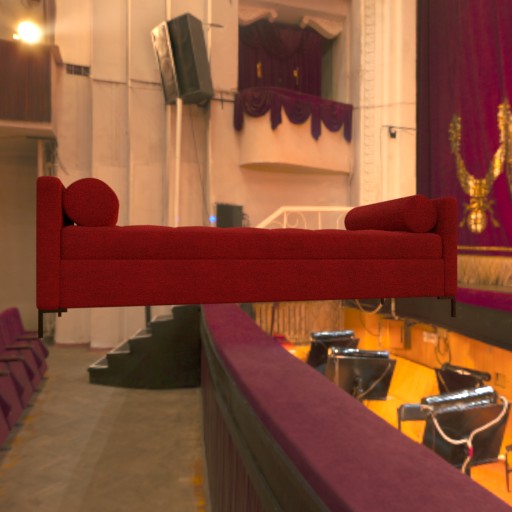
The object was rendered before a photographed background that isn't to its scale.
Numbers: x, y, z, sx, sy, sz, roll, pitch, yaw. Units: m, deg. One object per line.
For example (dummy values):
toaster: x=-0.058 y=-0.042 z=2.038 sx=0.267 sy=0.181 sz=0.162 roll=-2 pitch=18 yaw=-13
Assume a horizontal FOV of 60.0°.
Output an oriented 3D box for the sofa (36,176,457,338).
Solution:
sofa: x=0.000 y=0.000 z=2.311 sx=1.981 sy=0.635 sz=0.686 roll=0 pitch=0 yaw=-18
